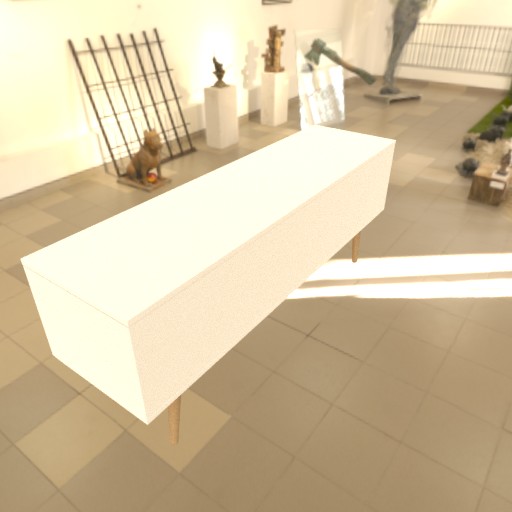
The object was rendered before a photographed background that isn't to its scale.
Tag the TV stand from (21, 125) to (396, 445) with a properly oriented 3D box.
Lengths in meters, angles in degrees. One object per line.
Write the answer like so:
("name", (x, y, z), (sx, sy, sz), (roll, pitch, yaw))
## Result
("TV stand", (0.000, 0.000, 1.587), (0.401, 0.560, 1.398), (21, 38, 30))
